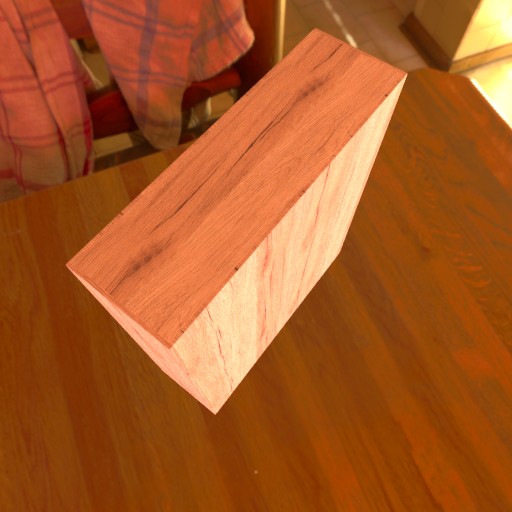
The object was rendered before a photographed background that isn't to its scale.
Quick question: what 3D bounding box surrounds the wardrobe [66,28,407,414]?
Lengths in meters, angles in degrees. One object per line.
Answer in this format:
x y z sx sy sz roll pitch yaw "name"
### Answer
0.000 0.000 2.973 0.580 2.070 1.810 35 69 15 "wardrobe"
